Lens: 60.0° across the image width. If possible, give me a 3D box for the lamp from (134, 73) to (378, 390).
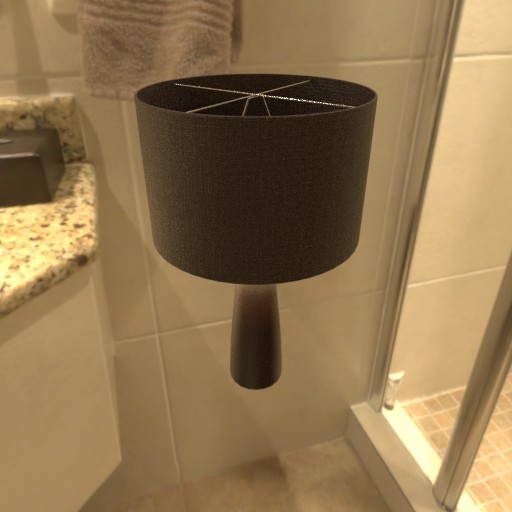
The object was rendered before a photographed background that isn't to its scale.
[{"bbox_3d":[0.000,0.000,0.687,0.303,0.488,0.303,0,30,0],"label":"lamp"}]
